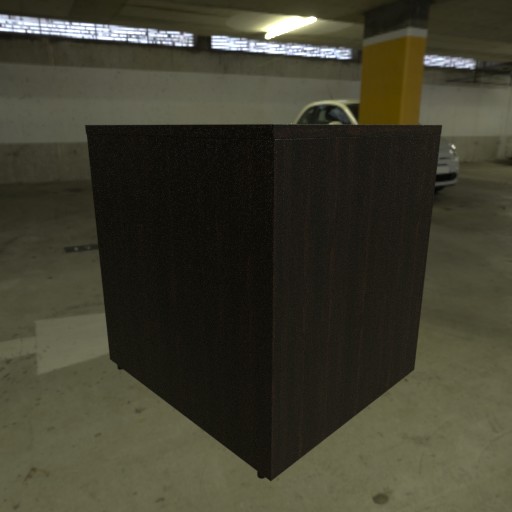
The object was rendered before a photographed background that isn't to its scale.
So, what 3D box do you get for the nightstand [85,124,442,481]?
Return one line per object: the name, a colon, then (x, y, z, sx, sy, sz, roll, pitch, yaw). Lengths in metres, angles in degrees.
nightstand: (0.000, 0.000, 0.812, 0.400, 0.460, 0.461, -15, 22, -42)
